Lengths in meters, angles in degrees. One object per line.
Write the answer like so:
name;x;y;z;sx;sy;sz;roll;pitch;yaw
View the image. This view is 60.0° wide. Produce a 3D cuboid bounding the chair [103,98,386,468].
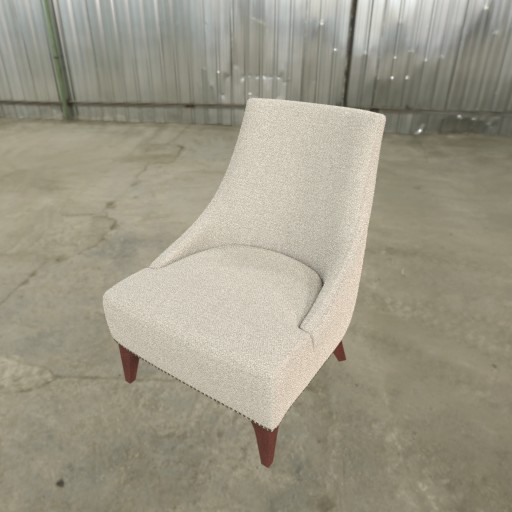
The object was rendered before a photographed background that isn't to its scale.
chair;0.000;0.000;1.549;0.701;0.909;0.861;19;34;30
